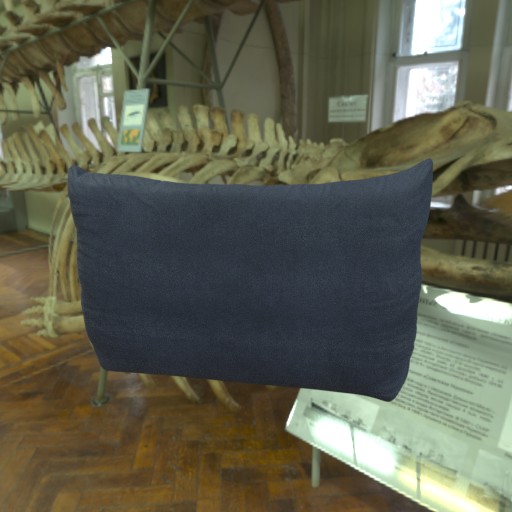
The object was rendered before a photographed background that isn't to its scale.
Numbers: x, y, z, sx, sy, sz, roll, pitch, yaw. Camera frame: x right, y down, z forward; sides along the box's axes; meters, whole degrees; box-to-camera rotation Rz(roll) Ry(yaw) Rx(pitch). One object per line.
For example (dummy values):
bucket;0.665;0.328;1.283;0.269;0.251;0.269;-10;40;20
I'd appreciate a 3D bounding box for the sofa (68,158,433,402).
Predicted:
sofa;0.000;0.000;1.717;1.122;0.778;0.849;3;15;10
